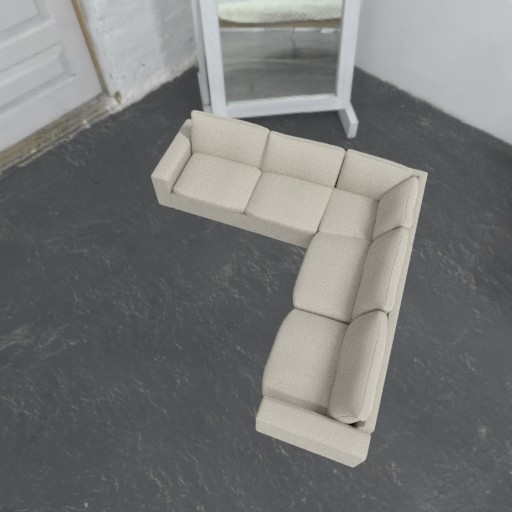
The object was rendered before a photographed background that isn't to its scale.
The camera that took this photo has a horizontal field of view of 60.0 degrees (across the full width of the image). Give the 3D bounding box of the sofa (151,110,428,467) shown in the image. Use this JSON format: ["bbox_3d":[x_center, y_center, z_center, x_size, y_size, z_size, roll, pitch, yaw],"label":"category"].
[{"bbox_3d":[0.000,0.000,4.774,3.066,0.918,3.206,17,60,10],"label":"sofa"}]
